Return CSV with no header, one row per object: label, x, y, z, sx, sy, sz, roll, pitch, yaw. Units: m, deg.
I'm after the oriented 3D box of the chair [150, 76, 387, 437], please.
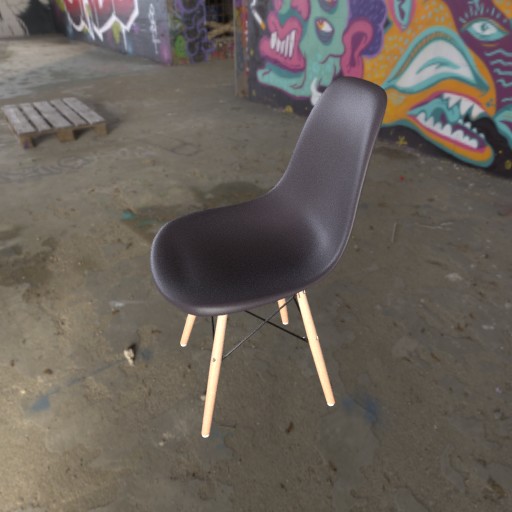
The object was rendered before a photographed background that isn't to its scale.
chair,0.000,0.000,1.144,0.533,0.825,0.470,-9,33,-14
